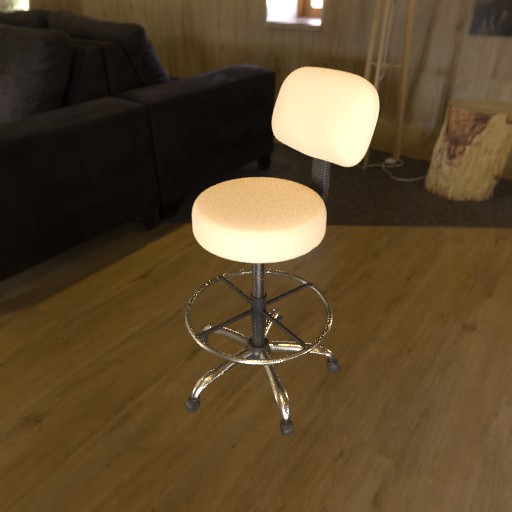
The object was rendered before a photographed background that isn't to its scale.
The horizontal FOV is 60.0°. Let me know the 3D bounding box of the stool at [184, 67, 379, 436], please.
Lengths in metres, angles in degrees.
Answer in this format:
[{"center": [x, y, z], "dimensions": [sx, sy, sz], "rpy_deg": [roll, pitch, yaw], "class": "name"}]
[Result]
[{"center": [0.000, 0.000, 1.448], "dimensions": [0.616, 1.080, 0.609], "rpy_deg": [-22, 38, -31], "class": "stool"}]
